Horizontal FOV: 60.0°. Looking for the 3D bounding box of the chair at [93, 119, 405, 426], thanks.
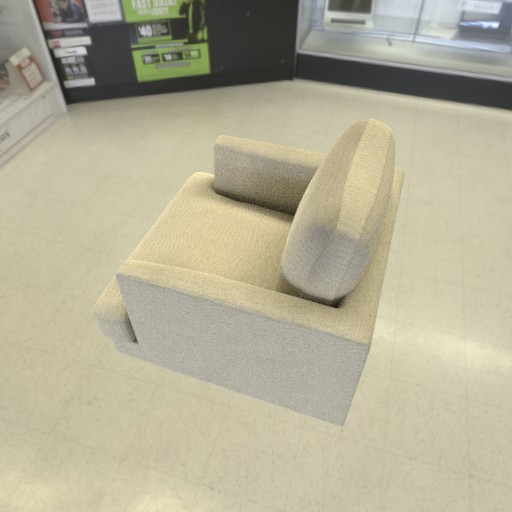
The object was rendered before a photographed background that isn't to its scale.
[{"bbox_3d":[0.000,0.000,1.643,0.899,0.957,0.858,14,48,13],"label":"chair"}]
